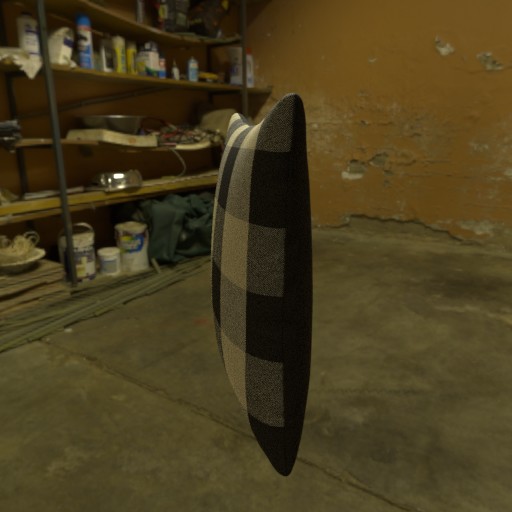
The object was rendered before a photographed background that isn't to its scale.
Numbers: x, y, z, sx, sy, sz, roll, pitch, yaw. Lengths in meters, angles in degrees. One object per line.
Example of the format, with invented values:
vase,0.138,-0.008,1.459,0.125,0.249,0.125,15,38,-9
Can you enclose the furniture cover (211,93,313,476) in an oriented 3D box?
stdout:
furniture cover,0.000,0.000,0.793,0.161,0.509,0.511,-3,16,-9
